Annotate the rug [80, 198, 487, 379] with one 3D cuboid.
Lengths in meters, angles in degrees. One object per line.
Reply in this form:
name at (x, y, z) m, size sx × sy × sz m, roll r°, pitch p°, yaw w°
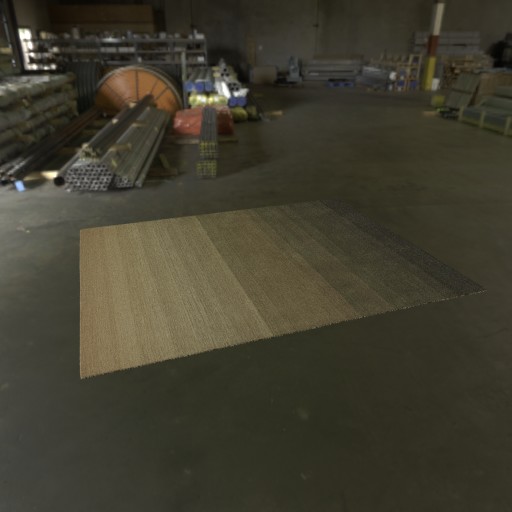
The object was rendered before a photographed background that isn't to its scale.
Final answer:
rug at (0.000, 0.000, 3.916) m, size 2.932 × 0.015 × 2.315 m, roll -9°, pitch 27°, yaw -18°
